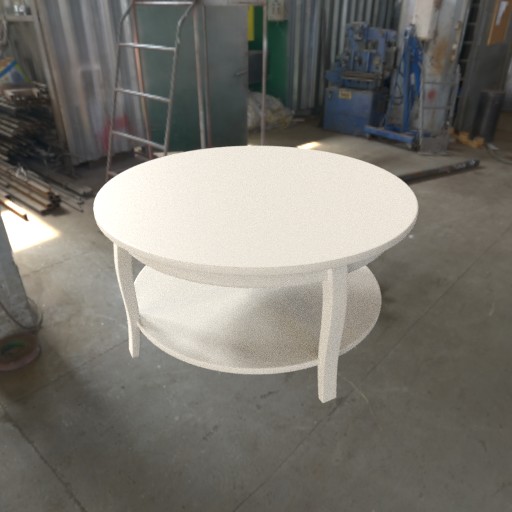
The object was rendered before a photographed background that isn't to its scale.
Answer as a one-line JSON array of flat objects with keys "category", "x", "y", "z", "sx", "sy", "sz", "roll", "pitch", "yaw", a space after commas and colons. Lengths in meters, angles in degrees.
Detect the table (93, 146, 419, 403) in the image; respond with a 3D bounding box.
[{"category": "table", "x": 0.000, "y": 0.000, "z": 1.414, "sx": 0.910, "sy": 0.457, "sz": 0.910, "roll": 0, "pitch": 29, "yaw": 0}]
